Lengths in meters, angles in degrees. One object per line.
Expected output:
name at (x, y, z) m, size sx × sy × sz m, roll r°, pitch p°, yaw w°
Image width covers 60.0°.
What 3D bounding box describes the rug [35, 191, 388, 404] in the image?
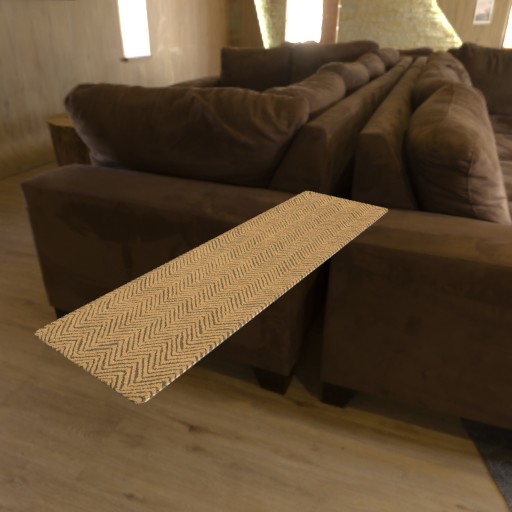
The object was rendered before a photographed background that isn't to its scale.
rug at (0.000, 0.000, 2.520) m, size 0.686 × 0.008 × 2.286 m, roll 19°, pitch 33°, yaw 32°
